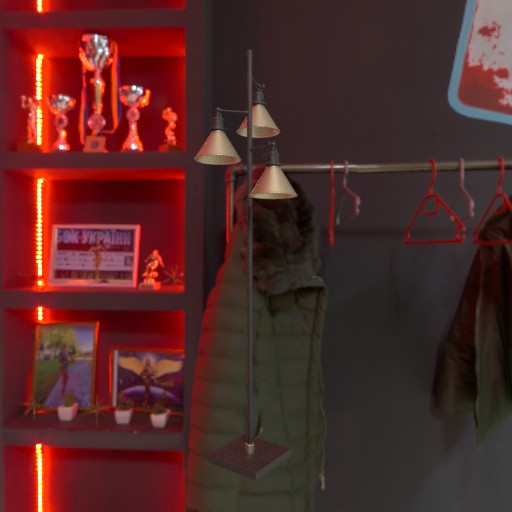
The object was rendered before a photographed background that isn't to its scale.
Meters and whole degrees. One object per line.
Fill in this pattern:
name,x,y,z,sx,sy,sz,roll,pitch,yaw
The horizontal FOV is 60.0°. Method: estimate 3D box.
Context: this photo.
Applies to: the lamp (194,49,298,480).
lamp,0.000,0.000,1.858,0.415,1.716,0.428,1,1,36
